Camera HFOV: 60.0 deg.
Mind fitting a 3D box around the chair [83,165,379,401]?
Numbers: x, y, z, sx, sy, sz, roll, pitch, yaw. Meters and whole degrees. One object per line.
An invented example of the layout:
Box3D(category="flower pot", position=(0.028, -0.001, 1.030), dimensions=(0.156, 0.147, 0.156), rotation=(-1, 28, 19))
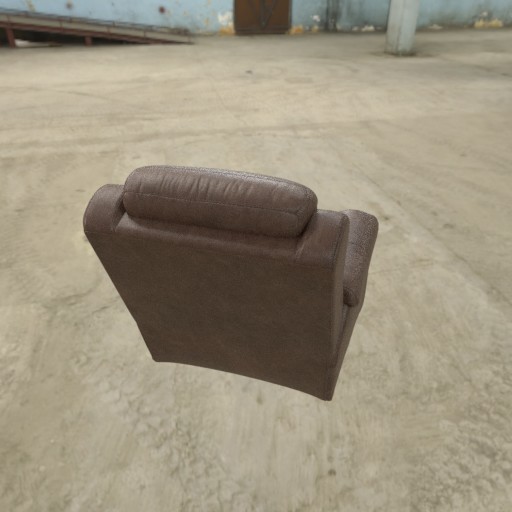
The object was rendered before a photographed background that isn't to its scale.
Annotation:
Box3D(category="chair", position=(0.000, 0.000, 1.829), dimensions=(0.940, 0.990, 1.067), rotation=(9, 32, 14))
